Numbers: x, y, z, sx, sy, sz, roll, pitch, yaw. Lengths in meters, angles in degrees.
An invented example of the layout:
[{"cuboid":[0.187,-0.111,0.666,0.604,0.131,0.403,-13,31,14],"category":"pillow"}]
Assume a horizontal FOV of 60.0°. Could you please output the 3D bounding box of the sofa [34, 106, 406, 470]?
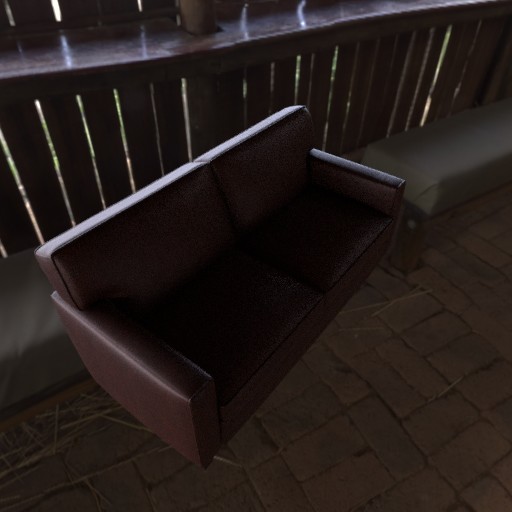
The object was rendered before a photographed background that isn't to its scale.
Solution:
[{"cuboid":[0.000,0.000,2.352,0.912,0.928,1.876,27,48,27],"category":"sofa"}]
